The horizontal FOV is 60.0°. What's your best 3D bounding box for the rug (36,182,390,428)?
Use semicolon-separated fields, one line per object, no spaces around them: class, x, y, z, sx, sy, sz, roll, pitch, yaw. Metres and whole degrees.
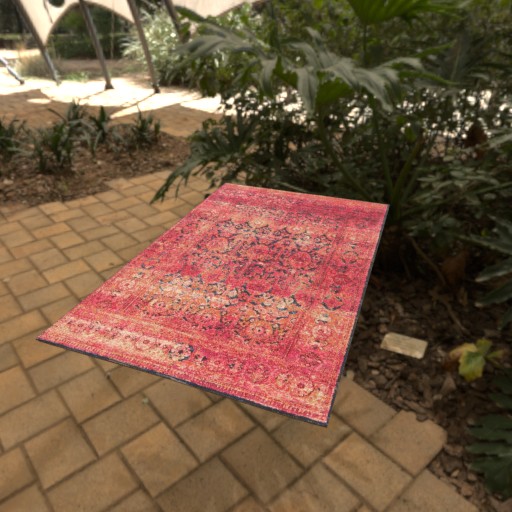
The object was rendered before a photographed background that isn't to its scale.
rug;0.000;0.000;3.050;1.539;0.018;2.449;11;32;18
